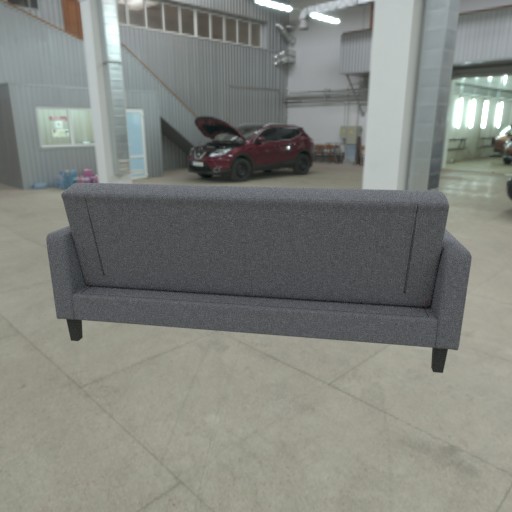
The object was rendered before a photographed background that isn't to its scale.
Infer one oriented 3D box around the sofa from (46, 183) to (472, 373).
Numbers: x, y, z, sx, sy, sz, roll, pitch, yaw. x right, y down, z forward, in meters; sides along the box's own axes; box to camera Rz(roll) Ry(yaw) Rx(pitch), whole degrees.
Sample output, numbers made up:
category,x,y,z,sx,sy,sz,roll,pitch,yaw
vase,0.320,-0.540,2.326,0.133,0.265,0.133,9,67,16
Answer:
category,x,y,z,sx,sy,sz,roll,pitch,yaw
sofa,0.000,0.000,2.478,2.040,0.850,0.810,3,17,9
